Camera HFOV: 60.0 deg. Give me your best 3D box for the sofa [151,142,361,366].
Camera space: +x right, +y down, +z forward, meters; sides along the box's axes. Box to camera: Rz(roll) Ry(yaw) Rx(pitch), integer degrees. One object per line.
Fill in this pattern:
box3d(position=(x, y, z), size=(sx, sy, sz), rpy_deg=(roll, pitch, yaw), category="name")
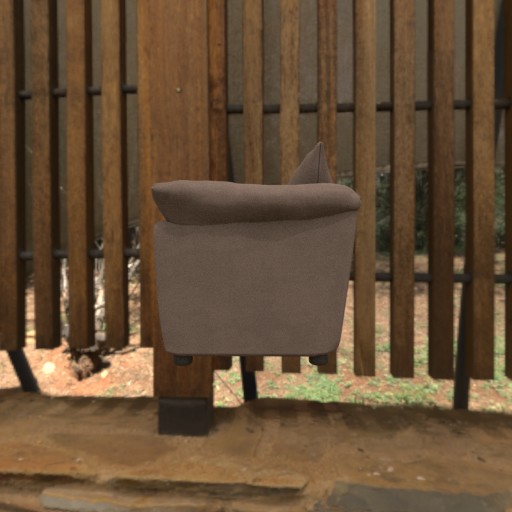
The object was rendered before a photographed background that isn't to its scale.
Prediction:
box3d(position=(0.000, 0.000, 2.942), size=(0.893, 0.981, 2.377), rpy_deg=(0, 0, 0), category="sofa")
